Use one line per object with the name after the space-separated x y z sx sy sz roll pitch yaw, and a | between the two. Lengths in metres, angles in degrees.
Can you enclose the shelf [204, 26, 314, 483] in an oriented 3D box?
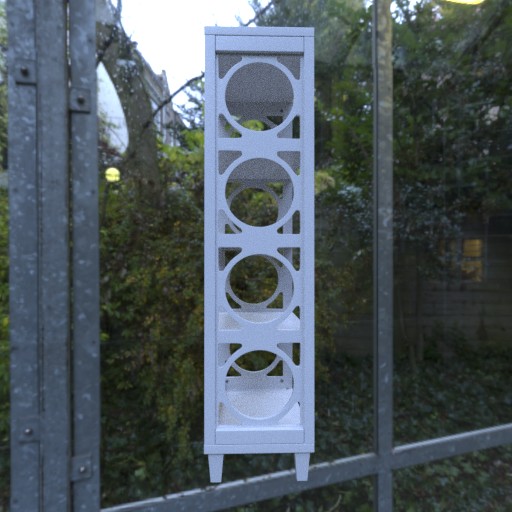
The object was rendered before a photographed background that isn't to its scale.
0.000 0.000 1.667 0.340 1.411 0.611 0 0 -2 | shelf
